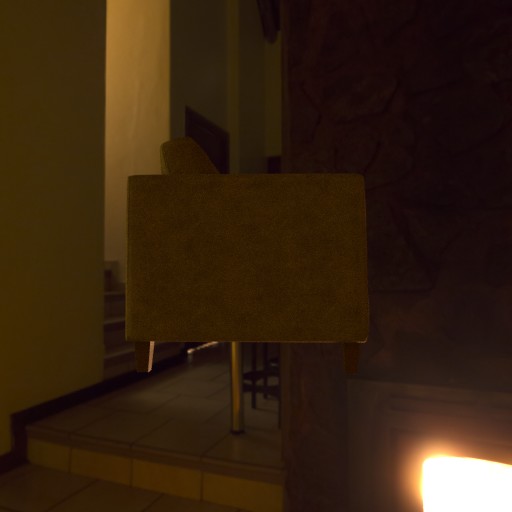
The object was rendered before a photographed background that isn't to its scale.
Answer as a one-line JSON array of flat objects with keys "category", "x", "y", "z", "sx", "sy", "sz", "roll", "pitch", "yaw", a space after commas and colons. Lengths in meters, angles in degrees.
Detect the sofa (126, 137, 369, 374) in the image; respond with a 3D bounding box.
[{"category": "sofa", "x": 0.000, "y": 0.000, "z": 2.863, "sx": 0.951, "sy": 0.965, "sz": 2.434, "roll": 0, "pitch": -1, "yaw": 2}]
